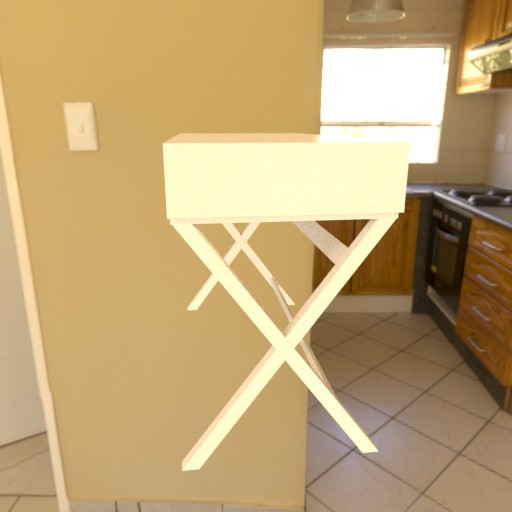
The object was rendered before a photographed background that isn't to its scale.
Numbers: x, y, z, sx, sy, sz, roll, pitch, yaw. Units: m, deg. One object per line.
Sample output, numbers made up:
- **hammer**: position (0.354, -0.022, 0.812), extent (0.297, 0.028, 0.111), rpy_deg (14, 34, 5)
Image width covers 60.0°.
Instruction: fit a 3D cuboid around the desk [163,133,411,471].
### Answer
- **desk**: position (0.000, 0.000, 1.497), extent (0.509, 0.780, 1.059), rpy_deg (-2, 17, -7)
